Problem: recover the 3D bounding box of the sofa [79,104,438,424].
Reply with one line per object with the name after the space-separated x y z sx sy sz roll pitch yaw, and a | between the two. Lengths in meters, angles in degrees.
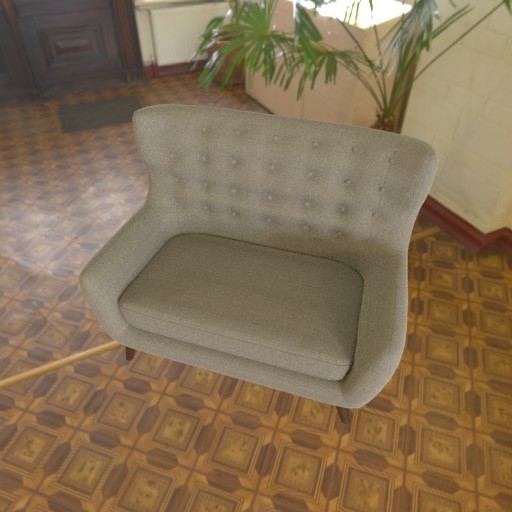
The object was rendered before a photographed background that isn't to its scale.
0.000 0.000 2.037 1.386 1.028 0.884 12 42 14 | sofa
